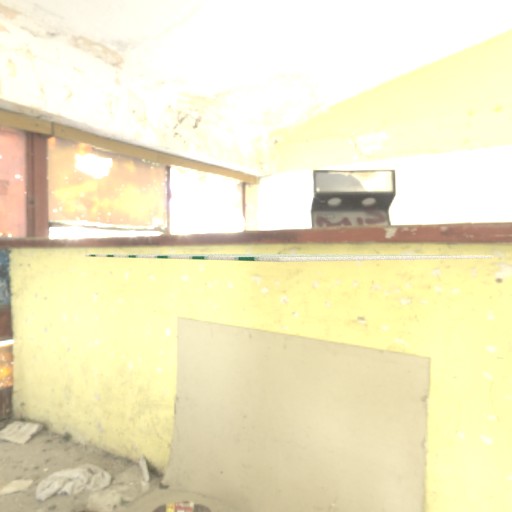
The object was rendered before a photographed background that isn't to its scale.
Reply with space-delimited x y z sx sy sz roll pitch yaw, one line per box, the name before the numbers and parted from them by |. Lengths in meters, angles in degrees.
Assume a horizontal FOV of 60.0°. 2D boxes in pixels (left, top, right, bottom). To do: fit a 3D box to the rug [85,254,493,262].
rug | 0.000 0.000 2.295 1.210 0.012 1.829 0 1 -37
